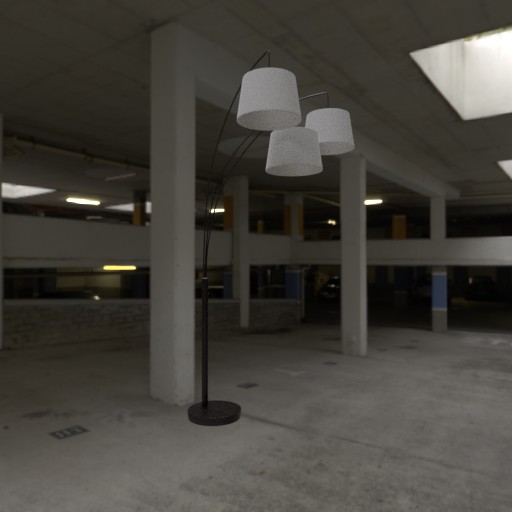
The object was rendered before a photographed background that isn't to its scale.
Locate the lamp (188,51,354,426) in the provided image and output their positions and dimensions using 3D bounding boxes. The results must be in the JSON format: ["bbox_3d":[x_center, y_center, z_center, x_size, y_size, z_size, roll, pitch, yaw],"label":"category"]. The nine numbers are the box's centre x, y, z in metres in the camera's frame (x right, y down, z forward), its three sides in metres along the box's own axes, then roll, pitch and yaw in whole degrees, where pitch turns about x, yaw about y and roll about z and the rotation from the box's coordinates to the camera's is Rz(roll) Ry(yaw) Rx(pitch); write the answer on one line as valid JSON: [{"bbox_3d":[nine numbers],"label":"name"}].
[{"bbox_3d":[0.000,0.000,2.542,0.924,1.950,0.951,0,-1,36],"label":"lamp"}]
